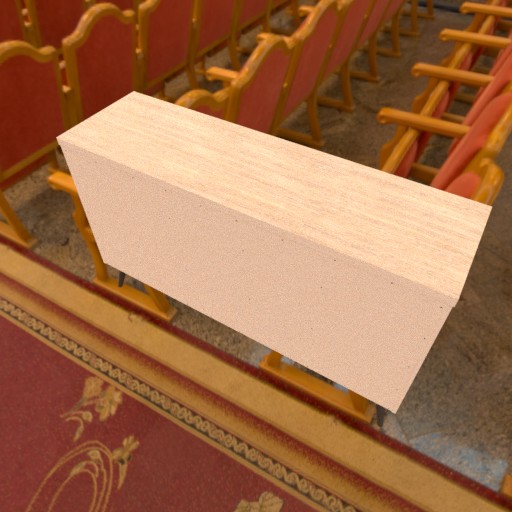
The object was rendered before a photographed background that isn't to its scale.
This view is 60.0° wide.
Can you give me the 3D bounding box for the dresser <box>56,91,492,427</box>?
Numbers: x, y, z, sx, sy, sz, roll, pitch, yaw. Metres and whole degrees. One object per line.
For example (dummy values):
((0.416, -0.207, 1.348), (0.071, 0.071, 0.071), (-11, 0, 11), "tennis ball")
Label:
((0.000, 0.000, 1.907), (1.524, 0.914, 0.457), (24, 51, 21), "dresser")
